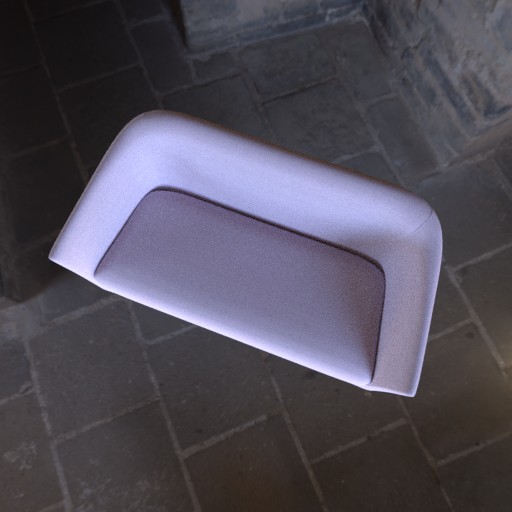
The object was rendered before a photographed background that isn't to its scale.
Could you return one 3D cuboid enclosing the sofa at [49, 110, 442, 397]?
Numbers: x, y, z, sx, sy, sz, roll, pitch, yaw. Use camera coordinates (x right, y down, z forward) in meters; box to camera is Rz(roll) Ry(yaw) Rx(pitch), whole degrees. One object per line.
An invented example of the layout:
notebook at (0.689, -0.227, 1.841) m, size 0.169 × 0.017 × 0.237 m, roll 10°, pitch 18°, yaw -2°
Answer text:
sofa at (0.000, 0.000, 1.918) m, size 1.452 × 0.721 × 0.705 m, roll 20°, pitch 76°, yaw 5°
